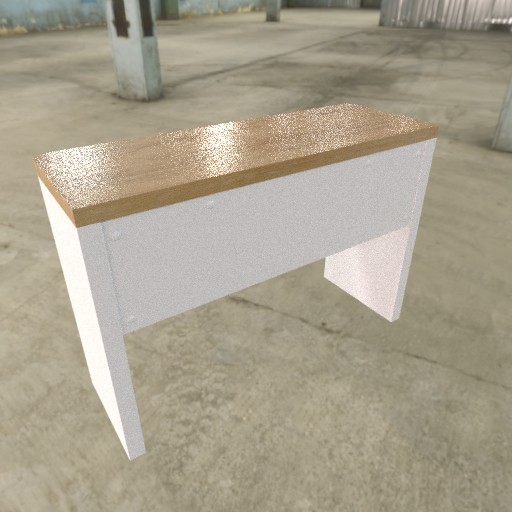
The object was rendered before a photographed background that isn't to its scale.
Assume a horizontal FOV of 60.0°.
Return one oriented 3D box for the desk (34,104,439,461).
[{"bbox_3d":[0.000,0.000,1.428,1.100,0.760,0.390,-19,36,-29],"label":"desk"}]
